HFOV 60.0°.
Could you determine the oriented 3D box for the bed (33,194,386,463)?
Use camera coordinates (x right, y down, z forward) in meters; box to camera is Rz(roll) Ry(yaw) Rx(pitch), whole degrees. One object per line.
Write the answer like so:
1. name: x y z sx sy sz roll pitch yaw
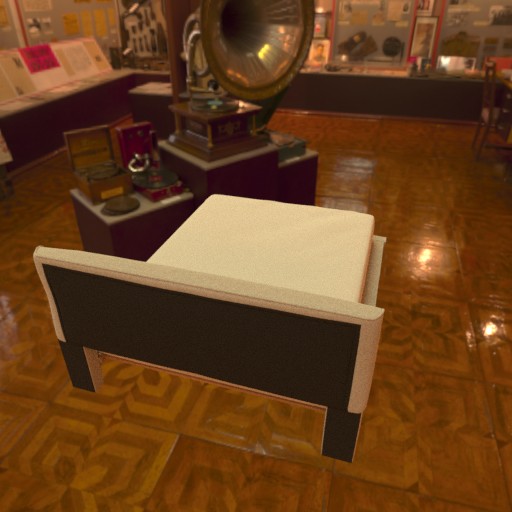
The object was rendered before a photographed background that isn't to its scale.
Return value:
1. bed: 0.000 0.000 3.534 1.980 1.126 2.498 9 33 15
